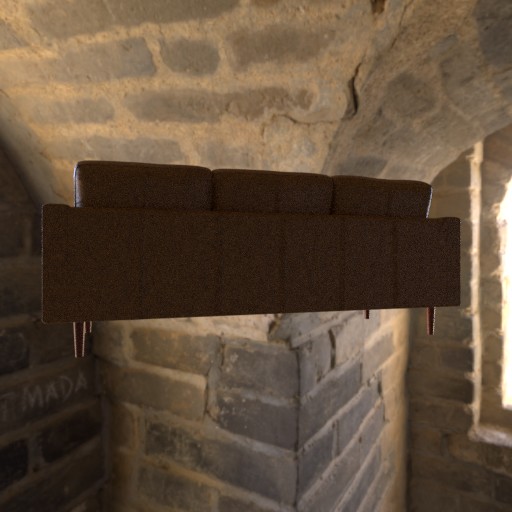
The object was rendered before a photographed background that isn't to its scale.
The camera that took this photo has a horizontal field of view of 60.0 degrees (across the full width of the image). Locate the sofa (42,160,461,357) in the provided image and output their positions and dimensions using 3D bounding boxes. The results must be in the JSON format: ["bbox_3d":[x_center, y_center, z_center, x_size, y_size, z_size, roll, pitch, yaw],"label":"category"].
[{"bbox_3d":[0.000,0.000,2.680,2.231,0.930,0.903,0,0,-18],"label":"sofa"}]
